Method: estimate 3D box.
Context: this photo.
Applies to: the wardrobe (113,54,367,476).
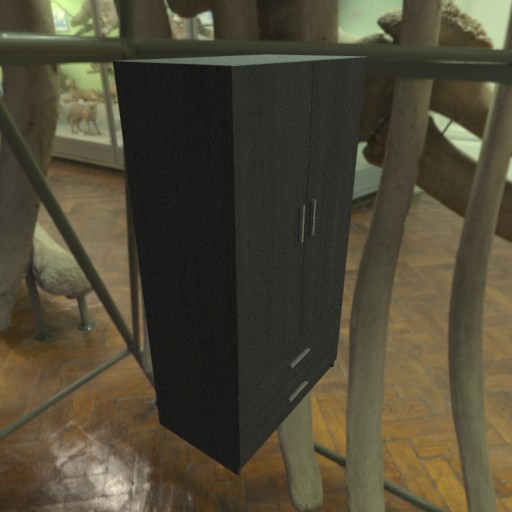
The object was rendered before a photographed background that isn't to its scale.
[{"bbox_3d":[0.000,0.000,2.221,0.577,1.808,0.991,18,31,32],"label":"wardrobe"}]
